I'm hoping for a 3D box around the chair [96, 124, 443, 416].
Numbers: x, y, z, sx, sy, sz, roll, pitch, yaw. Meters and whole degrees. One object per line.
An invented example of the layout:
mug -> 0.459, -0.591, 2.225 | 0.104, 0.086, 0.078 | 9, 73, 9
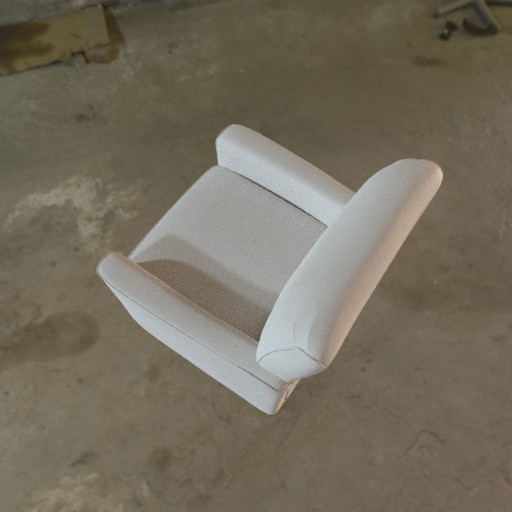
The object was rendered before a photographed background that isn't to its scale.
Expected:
chair -> 0.000, 0.000, 1.644 | 0.858, 1.028, 0.841 | 32, 67, 15
